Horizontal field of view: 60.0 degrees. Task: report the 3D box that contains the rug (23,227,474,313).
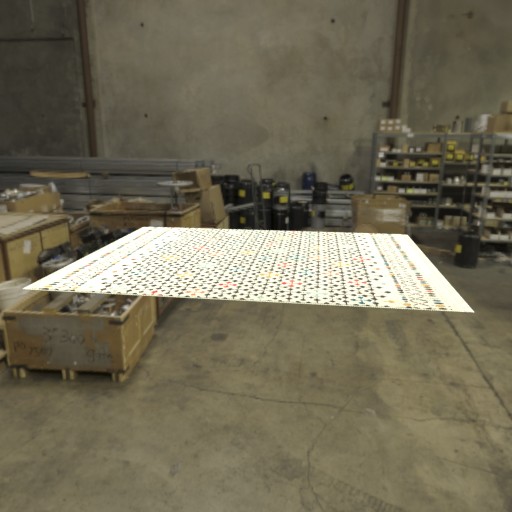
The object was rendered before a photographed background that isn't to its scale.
[{"bbox_3d":[0.000,0.000,2.053,1.556,0.006,1.146,2,15,8],"label":"rug"}]
